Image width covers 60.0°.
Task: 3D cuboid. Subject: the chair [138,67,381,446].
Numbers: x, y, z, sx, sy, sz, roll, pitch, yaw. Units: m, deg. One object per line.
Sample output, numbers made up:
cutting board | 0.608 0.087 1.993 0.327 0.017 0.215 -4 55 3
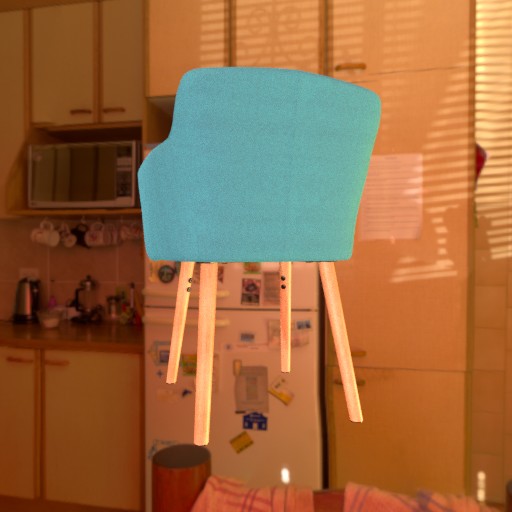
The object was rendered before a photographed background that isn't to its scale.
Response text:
chair | 0.000 0.000 1.162 0.570 0.780 0.540 0 1 -19
